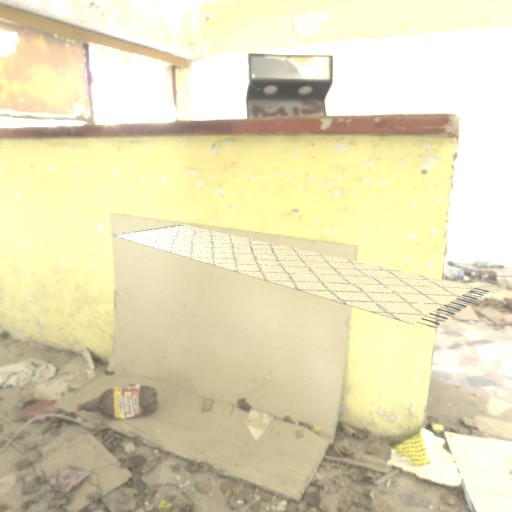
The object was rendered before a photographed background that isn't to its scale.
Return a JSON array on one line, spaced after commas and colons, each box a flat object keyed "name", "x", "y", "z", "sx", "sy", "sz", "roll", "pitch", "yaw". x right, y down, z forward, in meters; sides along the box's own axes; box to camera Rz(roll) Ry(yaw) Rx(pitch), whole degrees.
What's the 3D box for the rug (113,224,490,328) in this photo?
[{"name": "rug", "x": 0.000, "y": 0.000, "z": 2.584, "sx": 0.620, "sy": 0.008, "sz": 2.372, "roll": -14, "pitch": 20, "yaw": -43}]
